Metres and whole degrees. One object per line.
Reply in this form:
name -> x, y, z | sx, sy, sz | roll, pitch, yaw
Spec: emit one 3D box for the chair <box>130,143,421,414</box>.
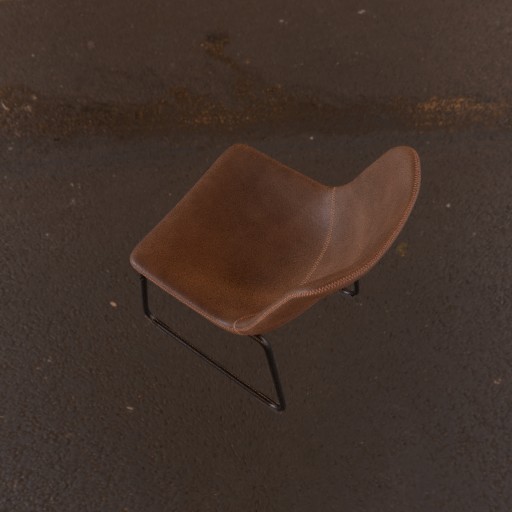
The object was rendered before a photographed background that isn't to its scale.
chair -> 0.000, 0.000, 1.109 | 0.551, 0.780, 0.460 | 32, 67, 15
